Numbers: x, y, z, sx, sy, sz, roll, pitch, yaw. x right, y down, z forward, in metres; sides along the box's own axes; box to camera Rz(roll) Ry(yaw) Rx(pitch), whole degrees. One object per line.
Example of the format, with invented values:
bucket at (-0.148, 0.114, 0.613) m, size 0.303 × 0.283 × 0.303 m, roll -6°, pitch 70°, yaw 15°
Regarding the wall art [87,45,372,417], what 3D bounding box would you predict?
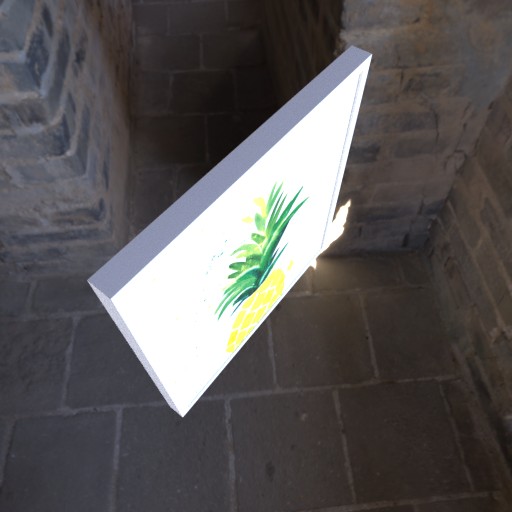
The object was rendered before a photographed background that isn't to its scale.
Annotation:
wall art at (0.000, 0.000, 0.762) m, size 0.035 × 0.507 × 0.508 m, roll 33°, pitch 63°, yaw 19°
